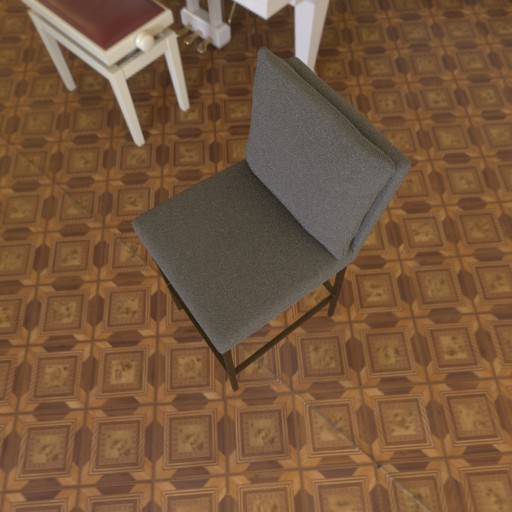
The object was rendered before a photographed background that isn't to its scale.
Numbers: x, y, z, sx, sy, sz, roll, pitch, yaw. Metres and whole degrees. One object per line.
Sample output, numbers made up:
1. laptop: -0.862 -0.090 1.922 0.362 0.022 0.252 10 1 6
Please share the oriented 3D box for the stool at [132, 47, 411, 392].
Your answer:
1. stool: 0.000 0.000 1.431 0.569 1.132 0.463 -33 69 -15
